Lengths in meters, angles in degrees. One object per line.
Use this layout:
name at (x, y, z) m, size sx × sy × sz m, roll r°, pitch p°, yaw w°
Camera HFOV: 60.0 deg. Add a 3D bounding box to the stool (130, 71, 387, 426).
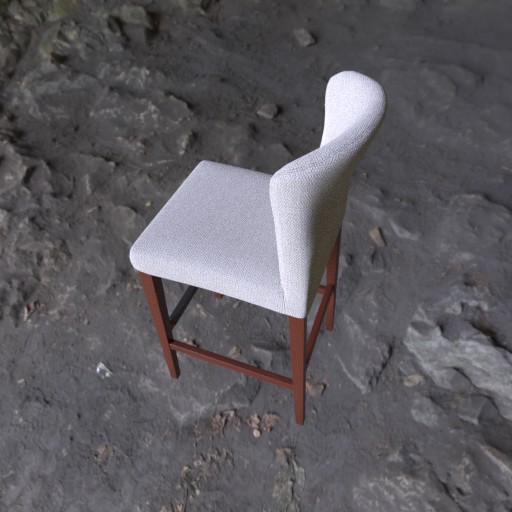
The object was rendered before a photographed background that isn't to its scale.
stool at (0.000, 0.000, 1.350) m, size 0.568 × 1.069 × 0.481 m, roll 15°, pitch 48°, yaw 14°
